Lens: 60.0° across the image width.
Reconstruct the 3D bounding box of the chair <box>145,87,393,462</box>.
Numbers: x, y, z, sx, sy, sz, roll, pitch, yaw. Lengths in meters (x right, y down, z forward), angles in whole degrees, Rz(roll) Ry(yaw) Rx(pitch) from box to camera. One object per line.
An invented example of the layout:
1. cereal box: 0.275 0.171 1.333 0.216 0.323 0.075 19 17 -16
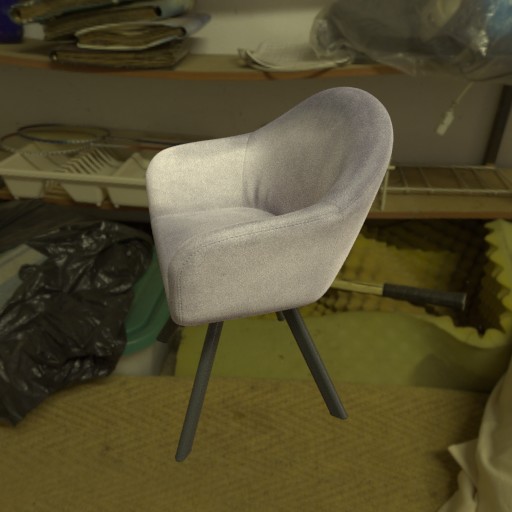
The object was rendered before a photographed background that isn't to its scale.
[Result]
1. chair: 0.000 0.000 1.123 0.540 0.780 0.570 -8 31 -14
